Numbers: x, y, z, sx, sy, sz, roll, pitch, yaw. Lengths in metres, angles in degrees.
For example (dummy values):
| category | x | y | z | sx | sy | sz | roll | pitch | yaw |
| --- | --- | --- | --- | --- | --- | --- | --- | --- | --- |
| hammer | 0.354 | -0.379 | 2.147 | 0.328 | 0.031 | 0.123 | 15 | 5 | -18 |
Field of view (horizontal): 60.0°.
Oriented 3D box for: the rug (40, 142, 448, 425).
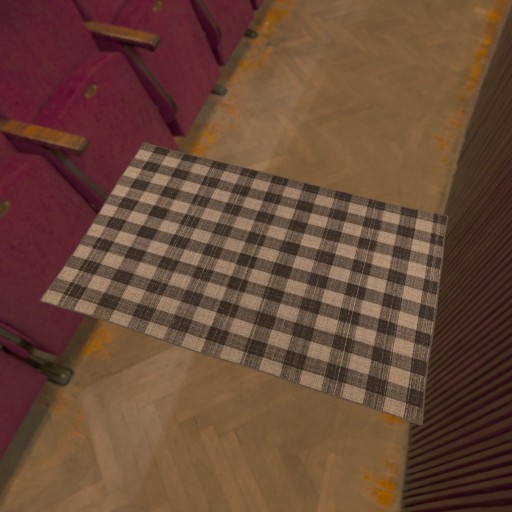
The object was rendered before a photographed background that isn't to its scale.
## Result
| category | x | y | z | sx | sy | sz | roll | pitch | yaw |
| --- | --- | --- | --- | --- | --- | --- | --- | --- | --- |
| rug | 0.000 | 0.000 | 3.081 | 2.476 | 0.011 | 1.554 | 16 | 59 | 10 |
